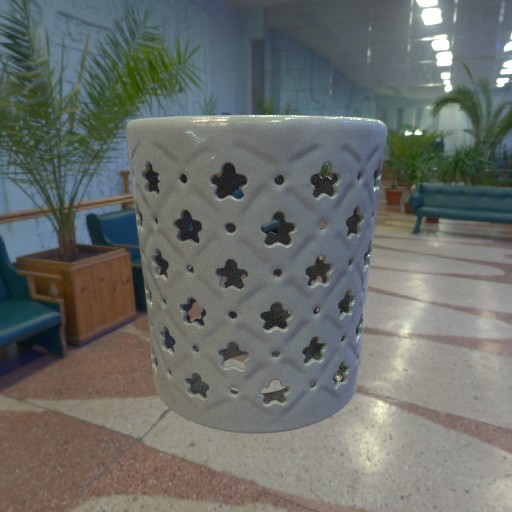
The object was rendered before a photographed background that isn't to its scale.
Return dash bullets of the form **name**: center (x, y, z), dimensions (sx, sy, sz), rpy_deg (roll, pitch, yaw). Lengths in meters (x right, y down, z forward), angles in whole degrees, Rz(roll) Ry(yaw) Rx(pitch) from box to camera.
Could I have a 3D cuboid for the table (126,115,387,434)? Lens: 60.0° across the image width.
- **table**: center (0.000, 0.000, 0.661), dimensions (0.352, 0.387, 0.352), rpy_deg (0, 14, 0)
